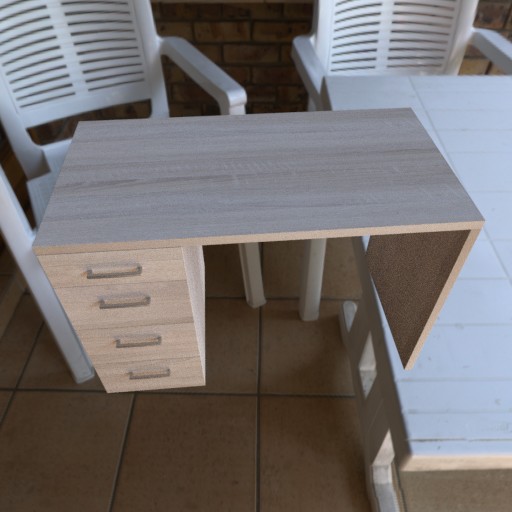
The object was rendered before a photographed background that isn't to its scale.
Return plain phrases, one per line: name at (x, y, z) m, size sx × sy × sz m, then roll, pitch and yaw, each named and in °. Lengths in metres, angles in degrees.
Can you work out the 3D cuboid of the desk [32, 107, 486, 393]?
desk at (0.000, 0.000, 1.523) m, size 1.100 × 0.731 × 0.600 m, roll -3°, pitch 46°, yaw -3°
